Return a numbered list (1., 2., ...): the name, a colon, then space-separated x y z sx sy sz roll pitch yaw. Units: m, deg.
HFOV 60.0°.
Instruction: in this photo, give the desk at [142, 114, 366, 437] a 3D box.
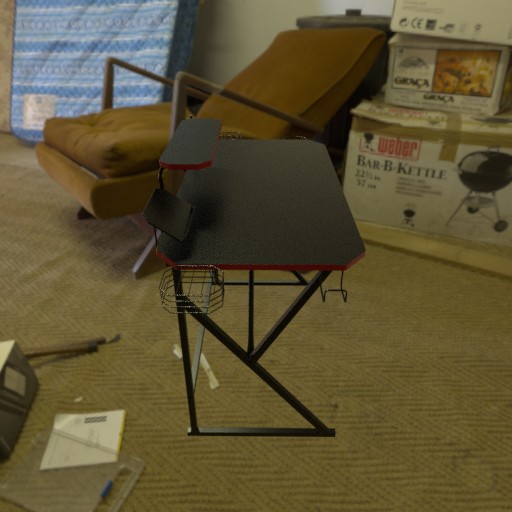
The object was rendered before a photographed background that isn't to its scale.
1. desk: 0.000 0.000 1.699 0.588 0.913 1.280 0 32 0
